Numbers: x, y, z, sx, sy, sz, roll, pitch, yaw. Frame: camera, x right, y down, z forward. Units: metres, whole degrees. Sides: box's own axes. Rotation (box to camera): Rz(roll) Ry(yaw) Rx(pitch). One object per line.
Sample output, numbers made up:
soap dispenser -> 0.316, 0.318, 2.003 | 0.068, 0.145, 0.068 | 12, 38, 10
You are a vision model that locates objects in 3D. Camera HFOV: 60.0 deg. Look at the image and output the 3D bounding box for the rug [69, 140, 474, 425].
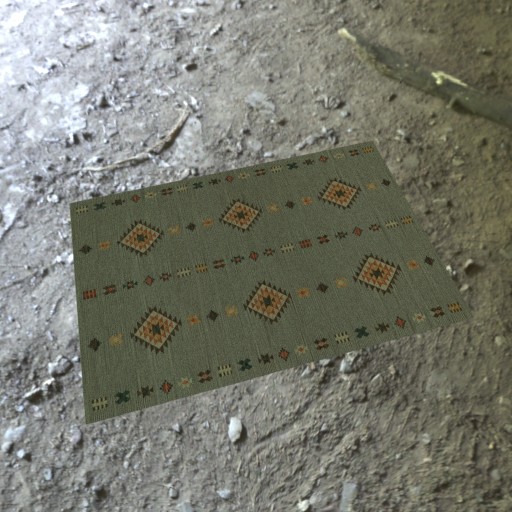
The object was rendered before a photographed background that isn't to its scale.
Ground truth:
rug -> 0.000, 0.000, 2.287 | 1.818, 0.005, 1.217 | -13, 60, -8
